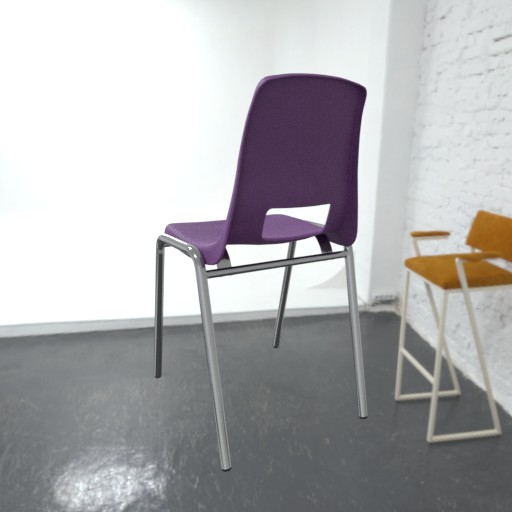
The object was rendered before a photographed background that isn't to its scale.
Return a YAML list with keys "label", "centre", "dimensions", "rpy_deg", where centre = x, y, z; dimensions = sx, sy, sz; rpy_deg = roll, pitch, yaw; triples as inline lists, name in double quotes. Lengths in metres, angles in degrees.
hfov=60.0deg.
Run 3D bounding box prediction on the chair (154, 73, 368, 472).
- label: "chair"
  centre: [0.000, 0.000, 0.984]
  dimensions: [0.381, 0.704, 0.432]
  rpy_deg: [-8, 16, -28]
